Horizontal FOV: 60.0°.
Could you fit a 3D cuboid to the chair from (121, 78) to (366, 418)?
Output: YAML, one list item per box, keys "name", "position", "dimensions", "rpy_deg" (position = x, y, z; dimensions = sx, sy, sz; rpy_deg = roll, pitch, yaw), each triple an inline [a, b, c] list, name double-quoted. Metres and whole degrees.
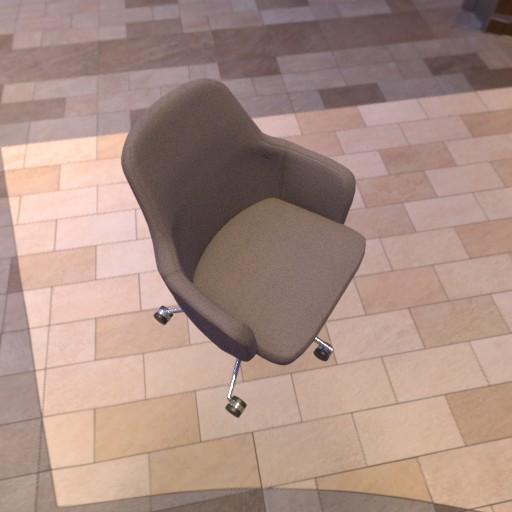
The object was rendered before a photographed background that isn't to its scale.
- name: "chair"
  position: [0.000, 0.000, 1.263]
  dimensions: [0.600, 0.820, 0.655]
  rpy_deg: [29, 62, 17]
